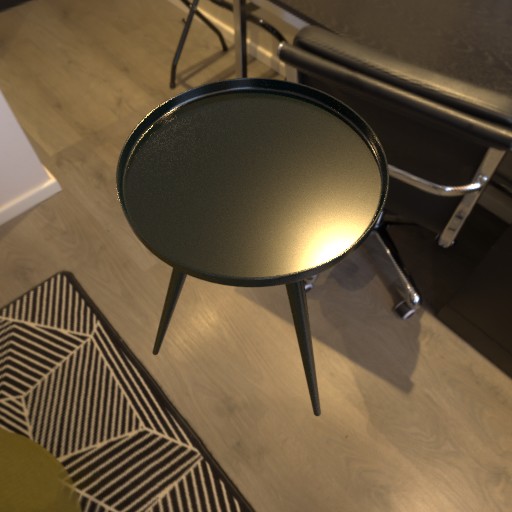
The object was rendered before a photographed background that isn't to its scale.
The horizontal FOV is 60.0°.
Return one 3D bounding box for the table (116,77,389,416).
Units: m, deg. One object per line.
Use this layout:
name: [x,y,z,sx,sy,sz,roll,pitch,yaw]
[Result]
table: [0.000,0.000,0.848,0.403,0.548,0.415,15,59,9]
